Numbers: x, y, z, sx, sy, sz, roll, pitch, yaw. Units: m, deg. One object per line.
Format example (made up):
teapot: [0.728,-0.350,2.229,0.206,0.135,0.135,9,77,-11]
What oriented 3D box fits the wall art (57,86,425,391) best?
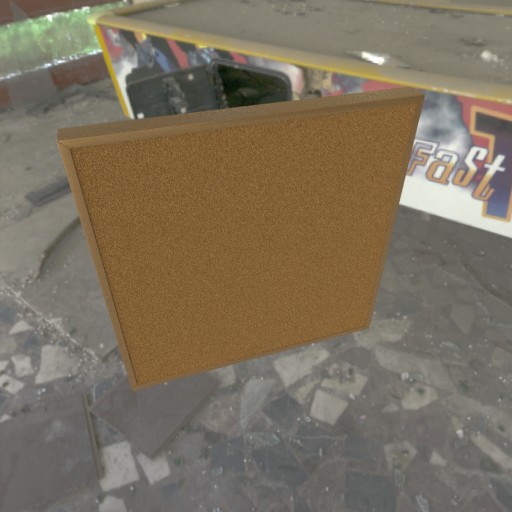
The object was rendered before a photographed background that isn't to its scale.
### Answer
wall art: [0.000,0.000,0.754,0.505,0.505,0.037,-12,41,-14]
